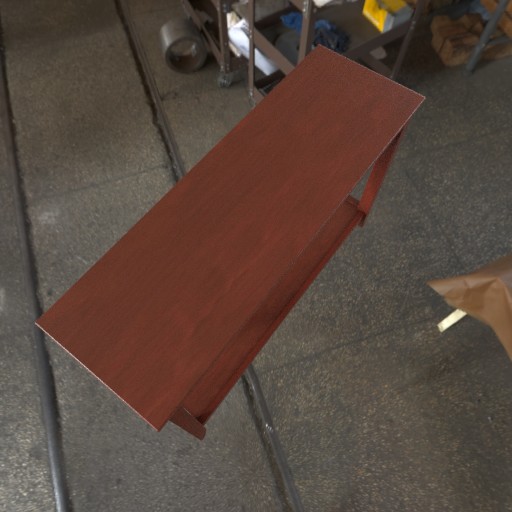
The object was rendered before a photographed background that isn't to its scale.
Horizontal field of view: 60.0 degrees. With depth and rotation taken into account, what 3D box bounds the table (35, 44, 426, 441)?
[{"bbox_3d":[0.000,0.000,1.514,0.392,0.739,1.188,34,69,16],"label":"table"}]
